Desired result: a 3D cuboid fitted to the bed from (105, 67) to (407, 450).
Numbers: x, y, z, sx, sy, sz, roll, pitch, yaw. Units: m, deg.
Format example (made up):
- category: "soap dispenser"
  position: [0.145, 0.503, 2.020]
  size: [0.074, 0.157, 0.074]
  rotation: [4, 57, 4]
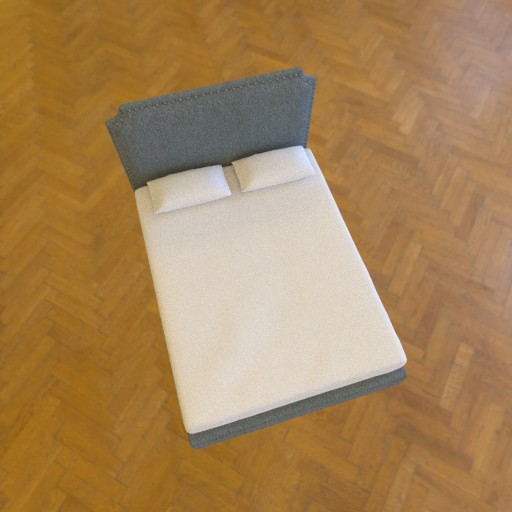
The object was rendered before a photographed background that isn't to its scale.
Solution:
- category: "bed"
  position: [0.000, 0.000, 3.506]
  size: [1.712, 1.443, 2.372]
  rotation: [-15, 64, -8]
